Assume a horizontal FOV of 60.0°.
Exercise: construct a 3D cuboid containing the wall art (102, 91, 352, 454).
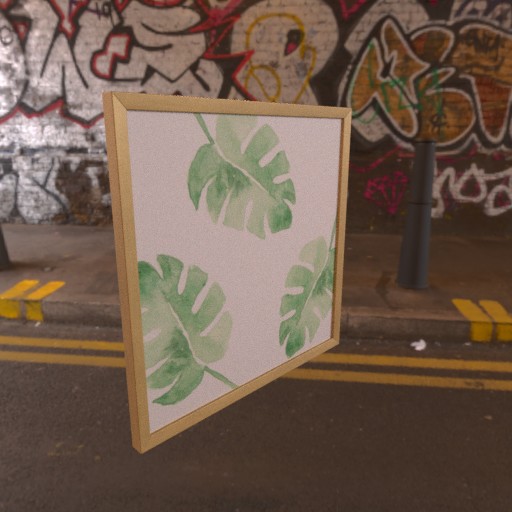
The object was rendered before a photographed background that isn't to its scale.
[{"bbox_3d":[0.000,0.000,1.160,0.037,0.763,0.763,15,21,43],"label":"wall art"}]
